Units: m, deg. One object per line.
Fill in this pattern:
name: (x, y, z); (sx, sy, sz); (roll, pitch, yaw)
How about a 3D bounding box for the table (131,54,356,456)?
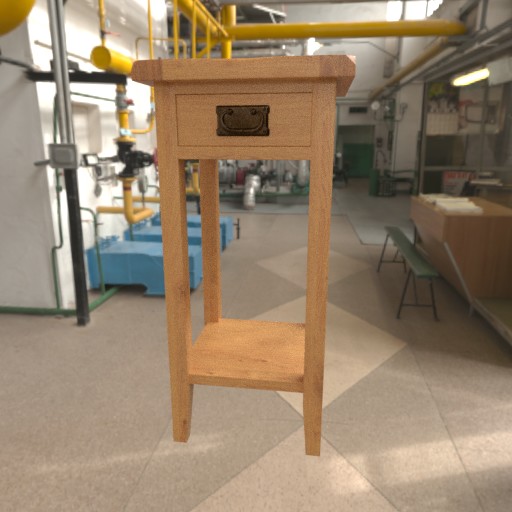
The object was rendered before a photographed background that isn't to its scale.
table: (0.000, 0.000, 0.961); (0.360, 0.740, 0.360); (2, 15, 8)
